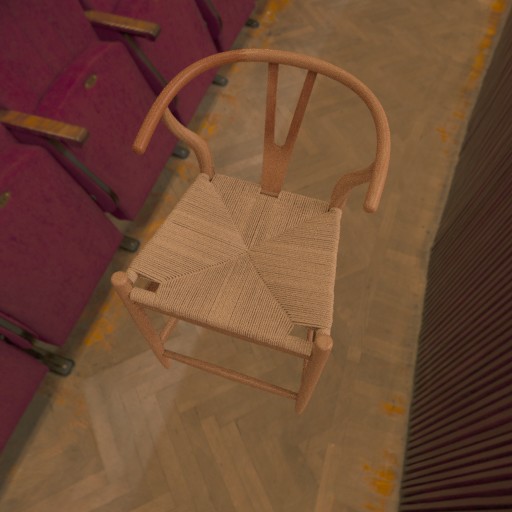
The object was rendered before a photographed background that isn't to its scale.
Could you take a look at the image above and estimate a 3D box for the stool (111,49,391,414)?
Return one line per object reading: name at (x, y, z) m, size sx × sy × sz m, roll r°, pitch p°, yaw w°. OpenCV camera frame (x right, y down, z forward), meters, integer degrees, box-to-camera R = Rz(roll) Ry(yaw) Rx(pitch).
stool at (0.000, 0.000, 1.271) m, size 0.536 × 0.923 × 0.575 m, roll 16°, pitch 60°, yaw 9°
